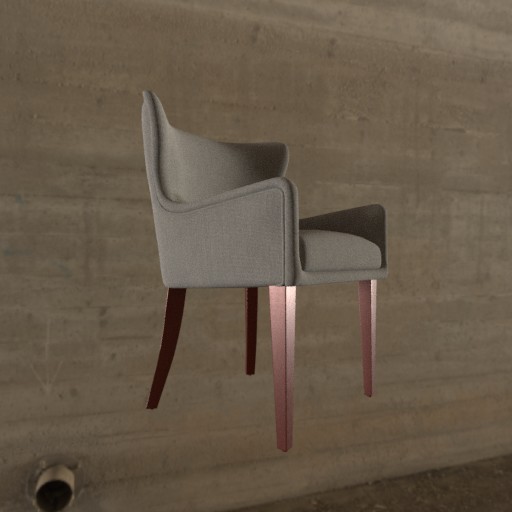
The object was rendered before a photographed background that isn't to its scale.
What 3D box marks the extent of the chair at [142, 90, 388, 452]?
[{"bbox_3d":[0.000,0.000,1.461,0.677,0.948,0.732,-1,-1,36],"label":"chair"}]
